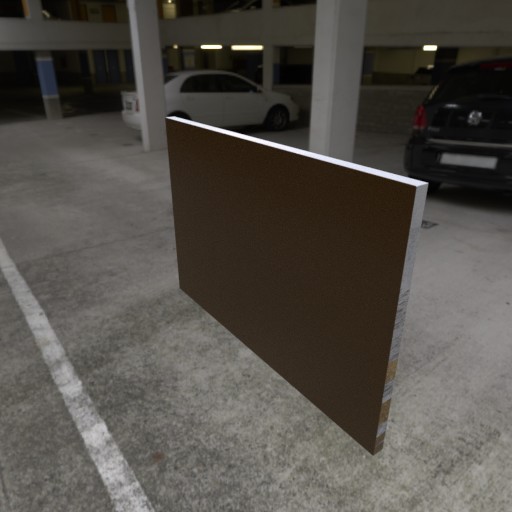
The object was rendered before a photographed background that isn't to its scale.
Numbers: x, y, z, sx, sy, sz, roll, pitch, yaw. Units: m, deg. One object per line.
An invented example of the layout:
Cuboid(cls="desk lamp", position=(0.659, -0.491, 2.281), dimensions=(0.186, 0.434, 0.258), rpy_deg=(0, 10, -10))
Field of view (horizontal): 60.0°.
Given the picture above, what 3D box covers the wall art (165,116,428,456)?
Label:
Cuboid(cls="wall art", position=(0.000, 0.000, 1.478), dimensions=(0.041, 0.762, 1.145), rpy_deg=(-17, 31, -32))
